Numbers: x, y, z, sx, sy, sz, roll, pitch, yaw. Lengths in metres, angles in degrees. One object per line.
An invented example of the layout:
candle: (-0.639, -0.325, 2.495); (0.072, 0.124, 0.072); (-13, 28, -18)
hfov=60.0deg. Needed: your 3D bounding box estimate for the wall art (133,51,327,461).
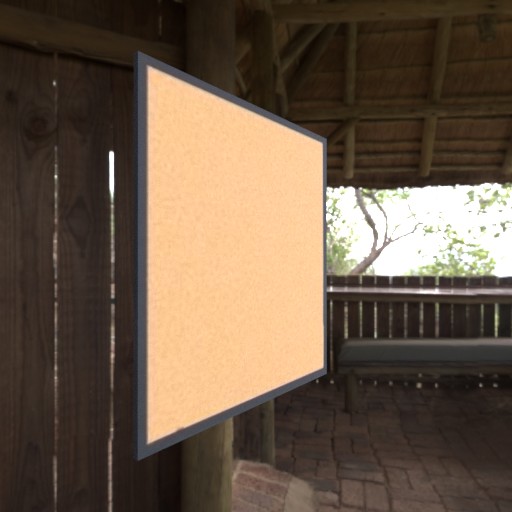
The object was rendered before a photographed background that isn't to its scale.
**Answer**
wall art: (0.000, 0.000, 1.227); (0.013, 0.823, 0.823); (0, 0, 36)
